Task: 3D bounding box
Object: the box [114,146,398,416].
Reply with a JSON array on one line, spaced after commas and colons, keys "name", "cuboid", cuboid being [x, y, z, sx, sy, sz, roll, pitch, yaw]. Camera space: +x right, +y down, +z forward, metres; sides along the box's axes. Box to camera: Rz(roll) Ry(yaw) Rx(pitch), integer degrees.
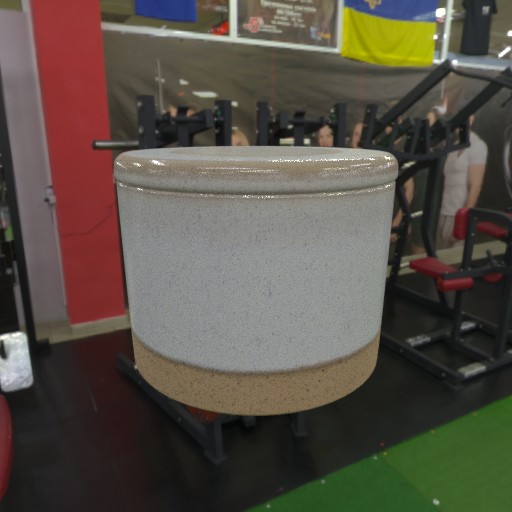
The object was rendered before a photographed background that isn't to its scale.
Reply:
[{"name": "box", "cuboid": [0.000, 0.000, 0.266, 0.154, 0.123, 0.154, 0, 16, 0]}]
